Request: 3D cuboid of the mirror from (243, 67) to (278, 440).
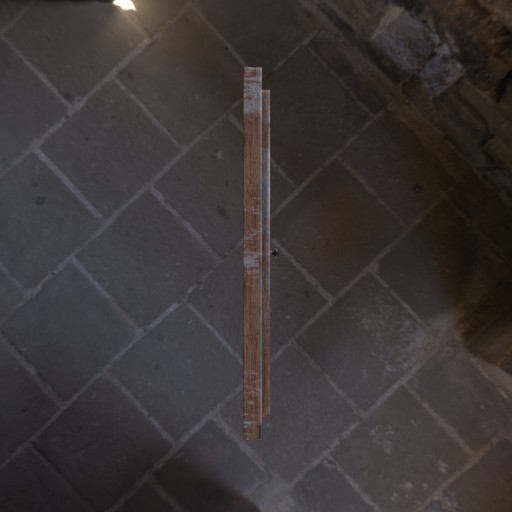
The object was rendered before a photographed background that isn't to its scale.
[{"bbox_3d":[0.000,0.000,1.449,0.083,1.213,0.707,0,89,-2],"label":"mirror"}]
